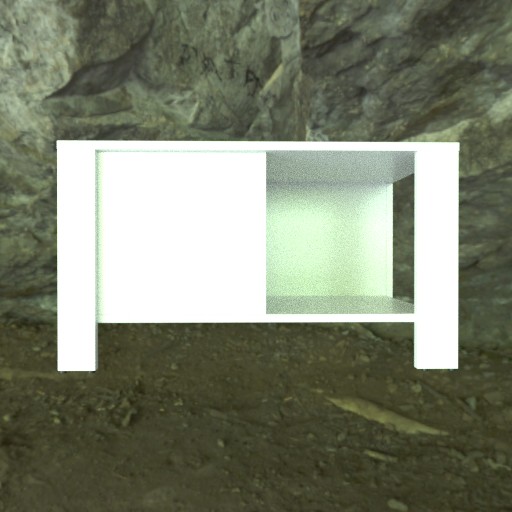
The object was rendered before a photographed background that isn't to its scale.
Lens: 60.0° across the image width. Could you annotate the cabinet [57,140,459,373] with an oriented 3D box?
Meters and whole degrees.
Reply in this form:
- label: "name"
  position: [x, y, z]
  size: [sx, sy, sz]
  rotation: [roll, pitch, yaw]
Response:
- label: "cabinet"
  position: [0.000, 0.000, 1.280]
  size: [0.800, 0.460, 0.800]
  rotation: [0, 0, -1]
